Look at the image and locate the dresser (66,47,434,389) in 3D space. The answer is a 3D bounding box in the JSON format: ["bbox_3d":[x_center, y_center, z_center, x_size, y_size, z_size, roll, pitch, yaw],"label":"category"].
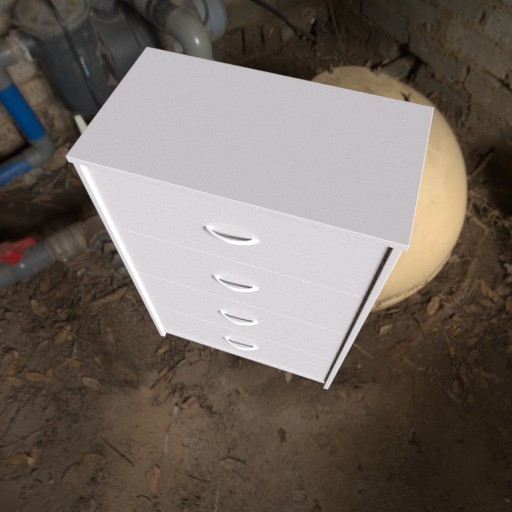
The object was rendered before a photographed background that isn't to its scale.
[{"bbox_3d":[0.000,0.000,1.384,0.704,1.021,0.401,16,60,9],"label":"dresser"}]
